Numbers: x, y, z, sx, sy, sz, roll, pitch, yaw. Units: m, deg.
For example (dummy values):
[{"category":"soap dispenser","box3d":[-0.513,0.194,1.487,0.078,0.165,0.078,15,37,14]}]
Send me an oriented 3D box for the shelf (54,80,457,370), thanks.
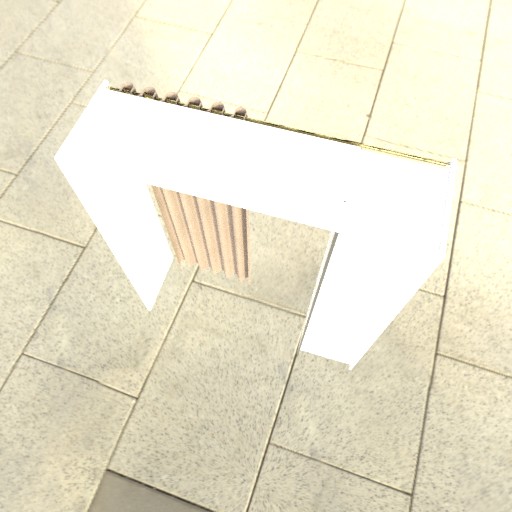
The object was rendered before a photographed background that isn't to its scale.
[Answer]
[{"category":"shelf","box3d":[0.000,0.000,2.648,1.600,1.820,0.500,15,64,8]}]
